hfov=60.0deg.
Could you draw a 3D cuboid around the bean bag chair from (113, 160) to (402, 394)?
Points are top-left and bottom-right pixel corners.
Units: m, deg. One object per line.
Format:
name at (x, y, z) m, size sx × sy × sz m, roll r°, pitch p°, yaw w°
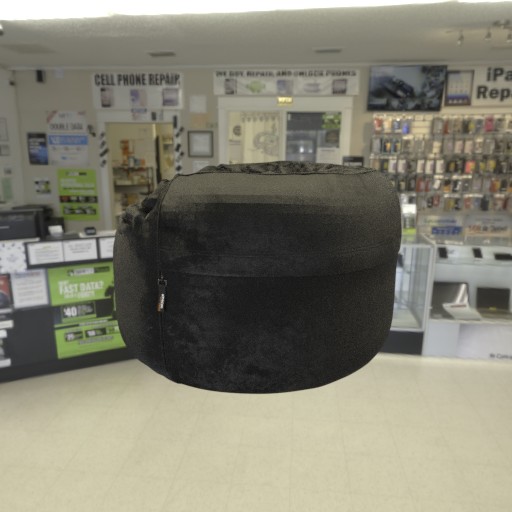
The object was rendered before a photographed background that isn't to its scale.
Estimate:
bean bag chair at (0.000, 0.000, 1.479) m, size 0.918 × 0.605 × 0.918 m, roll 0°, pitch 14°, yaw 0°
